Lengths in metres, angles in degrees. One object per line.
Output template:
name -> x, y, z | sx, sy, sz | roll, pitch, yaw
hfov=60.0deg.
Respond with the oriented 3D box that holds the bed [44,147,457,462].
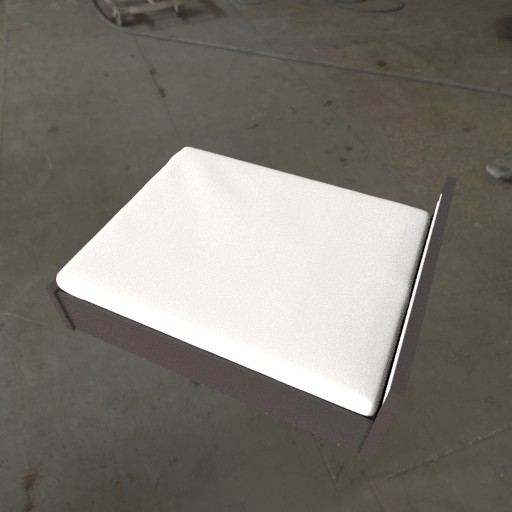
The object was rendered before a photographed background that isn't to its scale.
bed -> 0.000, 0.000, 2.944 | 2.103, 0.808, 1.634 | 18, 50, 16
